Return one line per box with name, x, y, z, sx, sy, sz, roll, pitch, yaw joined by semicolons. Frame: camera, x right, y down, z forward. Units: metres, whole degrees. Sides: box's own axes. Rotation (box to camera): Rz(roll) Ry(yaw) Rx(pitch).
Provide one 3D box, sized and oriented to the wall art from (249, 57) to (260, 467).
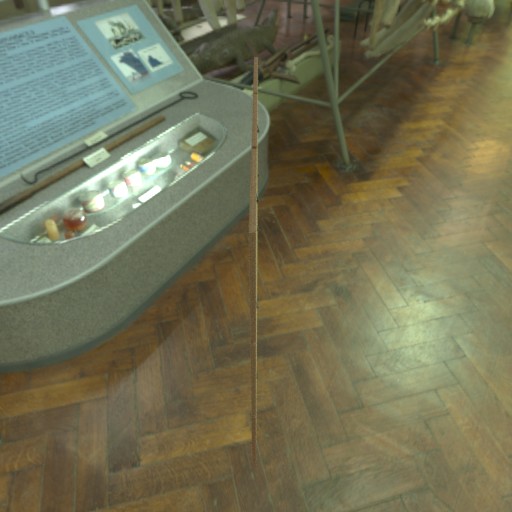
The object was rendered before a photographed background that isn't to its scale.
wall art;0.000;0.000;1.864;0.024;1.218;1.221;0;41;0
